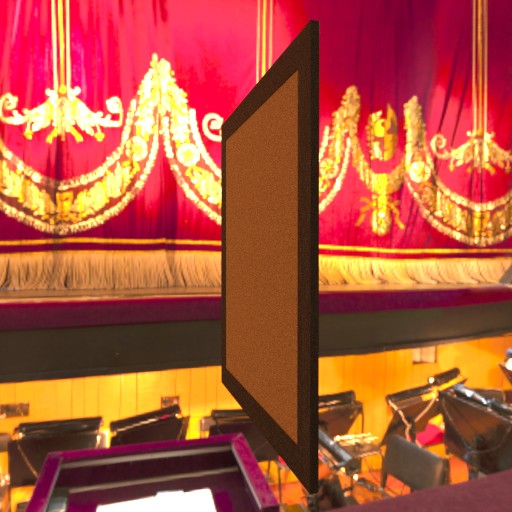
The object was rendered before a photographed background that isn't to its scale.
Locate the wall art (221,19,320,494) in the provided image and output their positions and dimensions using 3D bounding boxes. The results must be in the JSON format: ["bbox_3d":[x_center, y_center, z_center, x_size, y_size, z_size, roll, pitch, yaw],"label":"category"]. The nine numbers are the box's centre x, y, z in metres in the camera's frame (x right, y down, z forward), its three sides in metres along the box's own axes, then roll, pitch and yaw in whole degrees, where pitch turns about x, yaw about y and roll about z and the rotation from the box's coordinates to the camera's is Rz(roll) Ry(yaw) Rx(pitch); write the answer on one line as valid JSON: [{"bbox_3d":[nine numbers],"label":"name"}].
[{"bbox_3d":[0.000,0.000,0.761,0.013,0.570,0.476,0,1,-17],"label":"wall art"}]
